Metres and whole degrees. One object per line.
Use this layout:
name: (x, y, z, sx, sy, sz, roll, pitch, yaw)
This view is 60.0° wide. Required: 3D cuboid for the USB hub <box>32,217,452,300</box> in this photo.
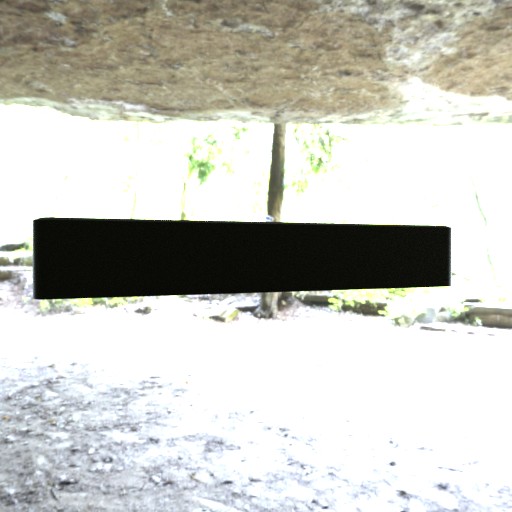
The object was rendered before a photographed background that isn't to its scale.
USB hub: (0.000, 0.000, 0.165, 0.145, 0.023, 0.044, 0, 1, -18)
